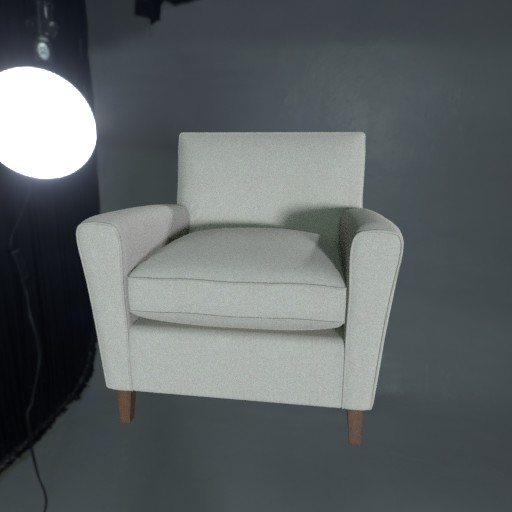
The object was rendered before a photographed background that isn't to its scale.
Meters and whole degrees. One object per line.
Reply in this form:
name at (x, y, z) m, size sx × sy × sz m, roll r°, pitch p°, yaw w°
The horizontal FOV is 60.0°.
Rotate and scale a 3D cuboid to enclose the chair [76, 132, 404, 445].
chair at (0.000, 0.000, 1.553) m, size 0.840 × 0.846 × 0.871 m, roll 2°, pitch 15°, yaw 8°
